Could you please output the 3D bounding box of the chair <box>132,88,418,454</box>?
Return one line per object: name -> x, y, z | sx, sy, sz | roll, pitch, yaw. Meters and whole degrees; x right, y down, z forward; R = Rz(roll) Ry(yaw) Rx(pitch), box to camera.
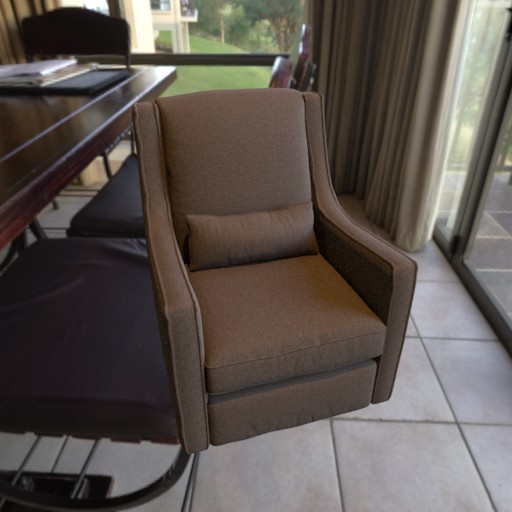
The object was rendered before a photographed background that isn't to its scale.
chair -> 0.000, 0.000, 1.567 | 0.732, 0.993, 0.879 | -9, 33, -15
